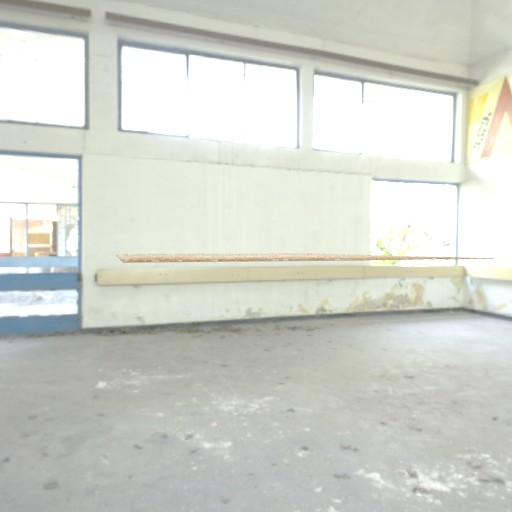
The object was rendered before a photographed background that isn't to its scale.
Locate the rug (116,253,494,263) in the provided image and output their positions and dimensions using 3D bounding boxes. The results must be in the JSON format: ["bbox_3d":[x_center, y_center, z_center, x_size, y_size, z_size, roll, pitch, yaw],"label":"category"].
[{"bbox_3d":[0.000,0.000,4.099,2.441,0.011,3.050,0,1,-18],"label":"rug"}]
